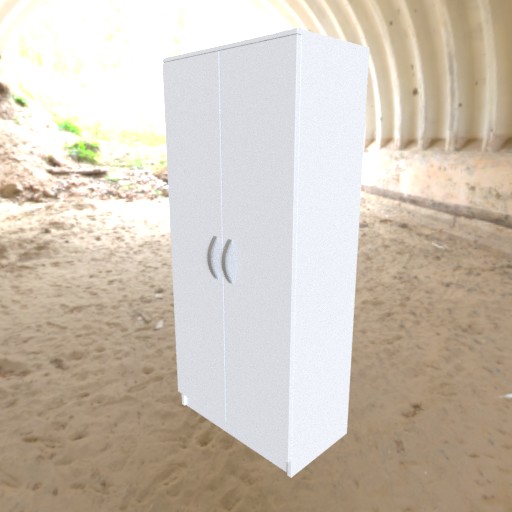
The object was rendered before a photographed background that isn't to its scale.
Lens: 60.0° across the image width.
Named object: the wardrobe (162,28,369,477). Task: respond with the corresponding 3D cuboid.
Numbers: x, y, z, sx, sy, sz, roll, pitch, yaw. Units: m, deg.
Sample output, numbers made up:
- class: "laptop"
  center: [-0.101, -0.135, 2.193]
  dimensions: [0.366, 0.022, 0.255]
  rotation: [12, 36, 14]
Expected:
- class: "wardrobe"
  center: [0.000, 0.000, 2.007]
  dimensions: [0.760, 1.700, 0.470]
  rotation: [14, 20, 43]
